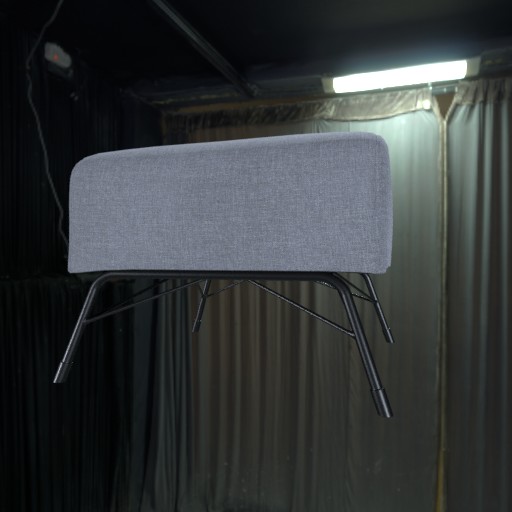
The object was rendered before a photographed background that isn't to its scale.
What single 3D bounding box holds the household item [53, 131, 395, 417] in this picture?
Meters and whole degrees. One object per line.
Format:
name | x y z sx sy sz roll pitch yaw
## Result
household item | 0.000 0.000 0.890 0.530 0.410 0.530 0 0 18
